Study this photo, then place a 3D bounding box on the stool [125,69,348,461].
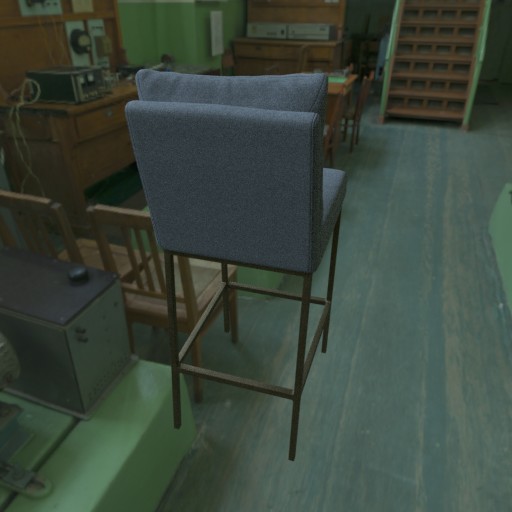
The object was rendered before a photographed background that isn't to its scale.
[{"bbox_3d":[0.000,0.000,1.381,0.463,1.130,0.569,9,32,15],"label":"stool"}]
